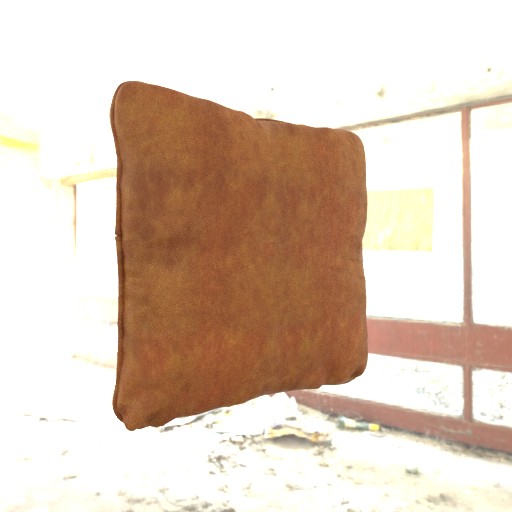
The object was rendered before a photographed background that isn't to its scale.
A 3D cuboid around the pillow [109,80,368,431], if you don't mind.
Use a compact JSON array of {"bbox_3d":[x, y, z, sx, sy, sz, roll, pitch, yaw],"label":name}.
[{"bbox_3d":[0.000,0.000,0.744,0.489,0.490,0.130,0,-1,-35],"label":"pillow"}]
